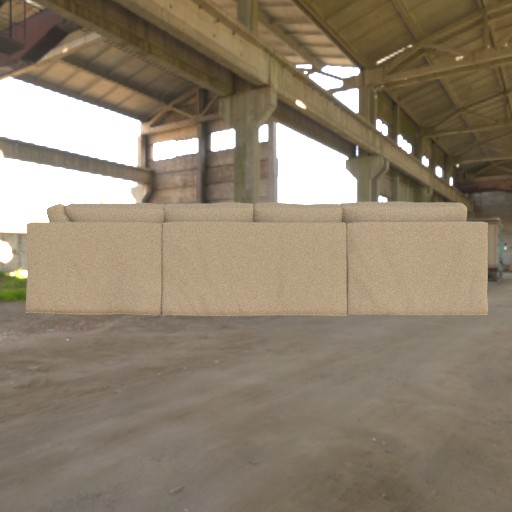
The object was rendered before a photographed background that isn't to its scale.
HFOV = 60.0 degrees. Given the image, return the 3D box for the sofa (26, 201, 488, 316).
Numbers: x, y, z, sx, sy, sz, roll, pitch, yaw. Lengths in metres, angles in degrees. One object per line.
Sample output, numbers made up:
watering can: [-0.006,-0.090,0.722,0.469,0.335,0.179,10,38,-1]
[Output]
sofa: [0.000,0.000,4.512,3.528,0.878,2.476,0,0,0]
